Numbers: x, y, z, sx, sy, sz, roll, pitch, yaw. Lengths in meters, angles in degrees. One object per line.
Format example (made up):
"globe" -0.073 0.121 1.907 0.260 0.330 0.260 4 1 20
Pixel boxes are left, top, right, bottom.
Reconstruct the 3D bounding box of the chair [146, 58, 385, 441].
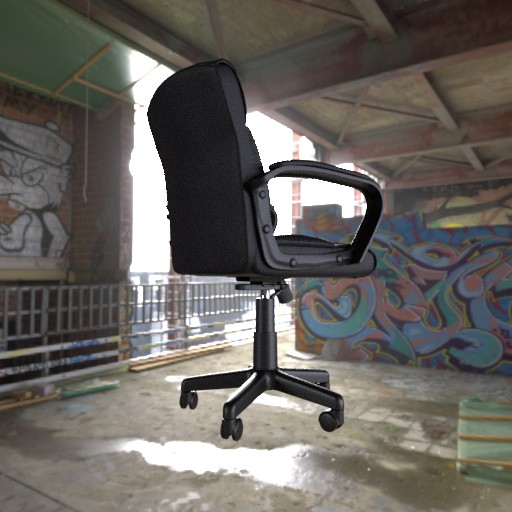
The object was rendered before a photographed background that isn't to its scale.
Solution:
"chair" 0.000 0.000 1.402 0.641 0.998 0.576 2 -3 -36
